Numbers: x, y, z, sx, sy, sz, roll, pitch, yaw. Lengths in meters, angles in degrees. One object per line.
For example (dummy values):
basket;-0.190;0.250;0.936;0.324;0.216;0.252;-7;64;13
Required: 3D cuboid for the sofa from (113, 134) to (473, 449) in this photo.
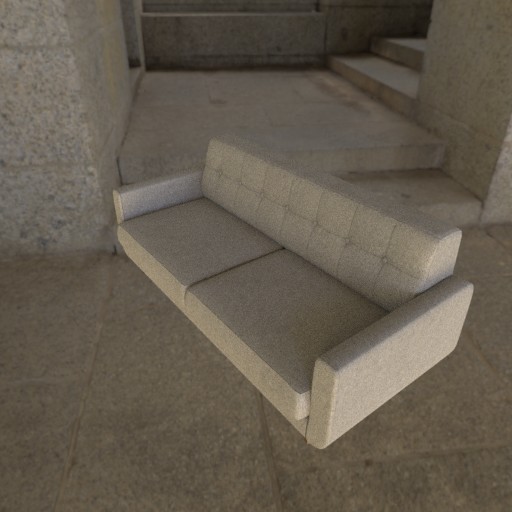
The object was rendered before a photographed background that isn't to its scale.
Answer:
sofa;0.000;0.000;2.549;0.968;0.873;2.055;-22;38;-31
